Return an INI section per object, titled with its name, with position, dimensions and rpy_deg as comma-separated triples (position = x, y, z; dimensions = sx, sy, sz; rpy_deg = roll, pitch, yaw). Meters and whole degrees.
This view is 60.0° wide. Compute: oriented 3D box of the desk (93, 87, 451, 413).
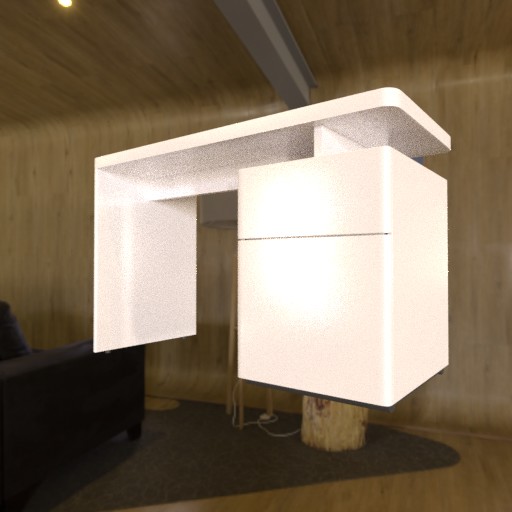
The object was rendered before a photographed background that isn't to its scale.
[desk]
position = 0.000, 0.000, 1.580
dimensions = 1.200, 0.760, 0.550
rpy_deg = -1, -1, 37
